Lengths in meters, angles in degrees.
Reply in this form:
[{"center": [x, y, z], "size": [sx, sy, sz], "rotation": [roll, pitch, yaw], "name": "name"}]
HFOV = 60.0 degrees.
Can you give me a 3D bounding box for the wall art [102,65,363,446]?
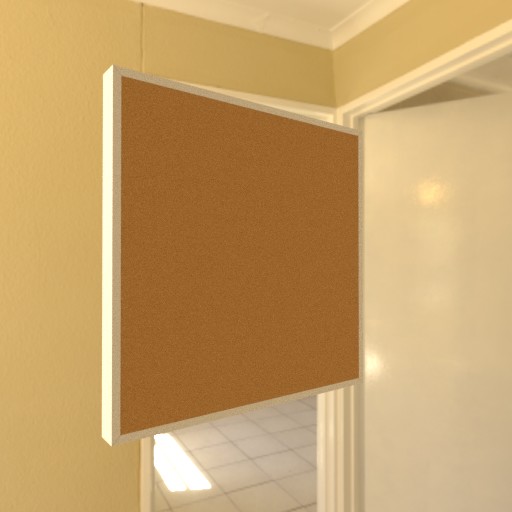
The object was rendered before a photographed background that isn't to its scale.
[{"center": [0.000, 0.000, 0.454], "size": [0.304, 0.304, 0.024], "rotation": [0, -1, -37], "name": "wall art"}]
